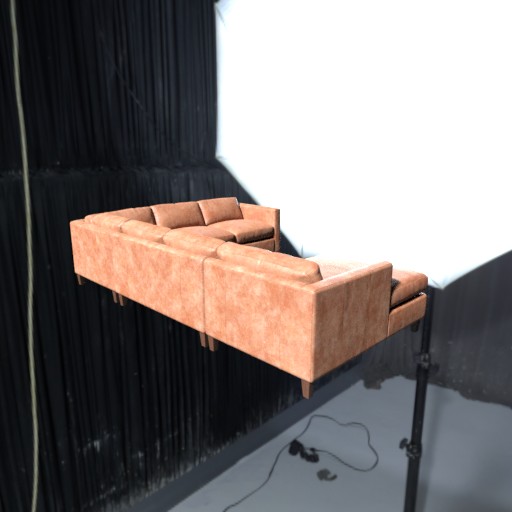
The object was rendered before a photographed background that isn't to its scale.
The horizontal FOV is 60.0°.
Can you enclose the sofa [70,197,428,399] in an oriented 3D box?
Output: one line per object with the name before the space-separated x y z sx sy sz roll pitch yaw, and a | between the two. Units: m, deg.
sofa | 0.000 0.000 4.610 2.430 0.832 3.401 -14 19 -43
